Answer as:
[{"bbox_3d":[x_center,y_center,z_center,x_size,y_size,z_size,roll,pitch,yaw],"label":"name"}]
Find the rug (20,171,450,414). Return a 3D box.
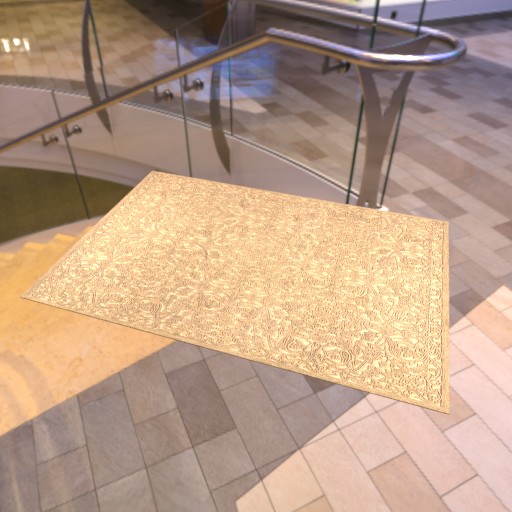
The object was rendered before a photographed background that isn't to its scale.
[{"bbox_3d":[0.000,0.000,2.214,1.827,0.006,1.221,12,41,14],"label":"rug"}]
